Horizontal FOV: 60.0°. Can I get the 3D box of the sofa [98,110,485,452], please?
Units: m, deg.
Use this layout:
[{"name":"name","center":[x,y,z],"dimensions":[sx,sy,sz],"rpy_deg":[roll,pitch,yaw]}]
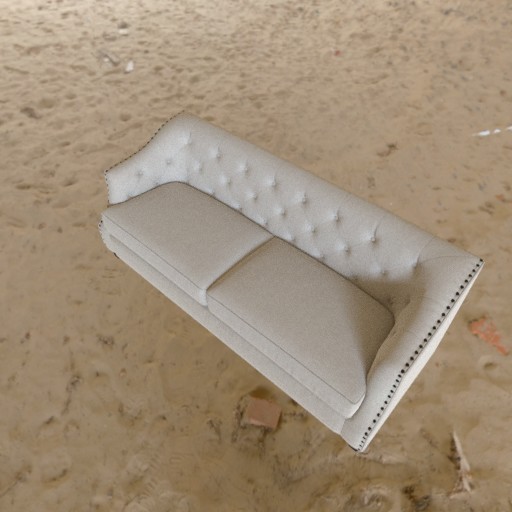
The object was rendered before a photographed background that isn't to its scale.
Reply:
[{"name":"sofa","center":[0.000,0.000,2.750],"dimensions":[2.235,0.901,0.914],"rpy_deg":[33,55,27]}]
